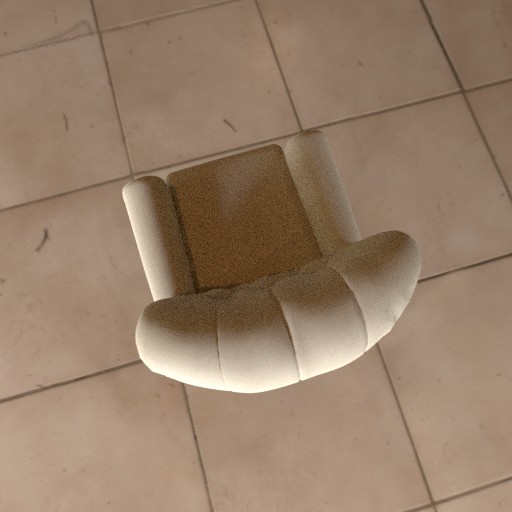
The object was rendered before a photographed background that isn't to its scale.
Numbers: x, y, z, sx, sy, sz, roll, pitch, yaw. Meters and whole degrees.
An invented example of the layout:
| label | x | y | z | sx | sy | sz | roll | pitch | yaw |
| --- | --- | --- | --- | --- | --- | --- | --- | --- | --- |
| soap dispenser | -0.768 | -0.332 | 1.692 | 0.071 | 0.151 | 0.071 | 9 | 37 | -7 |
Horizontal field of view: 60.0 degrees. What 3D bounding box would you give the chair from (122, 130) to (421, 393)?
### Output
| label | x | y | z | sx | sy | sz | roll | pitch | yaw |
| --- | --- | --- | --- | --- | --- | --- | --- | --- | --- |
| chair | 0.000 | 0.000 | 2.043 | 1.035 | 1.169 | 1.132 | -17 | 76 | -4 |
